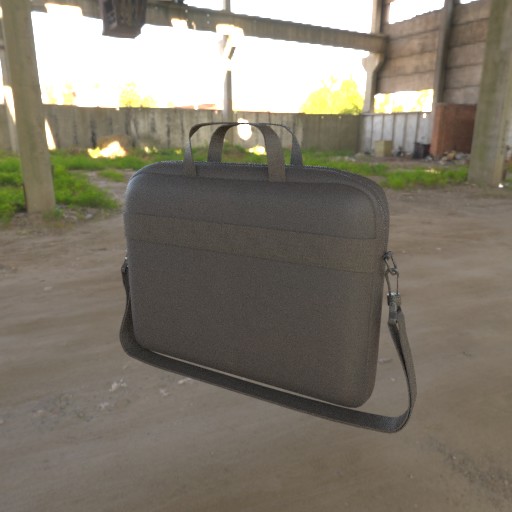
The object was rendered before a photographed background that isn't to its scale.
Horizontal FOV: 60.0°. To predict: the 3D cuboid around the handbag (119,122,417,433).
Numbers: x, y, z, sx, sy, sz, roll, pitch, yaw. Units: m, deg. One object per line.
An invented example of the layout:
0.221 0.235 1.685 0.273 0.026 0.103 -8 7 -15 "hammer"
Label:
0.000 0.000 0.574 0.429 0.330 0.126 8 18 27 "handbag"
